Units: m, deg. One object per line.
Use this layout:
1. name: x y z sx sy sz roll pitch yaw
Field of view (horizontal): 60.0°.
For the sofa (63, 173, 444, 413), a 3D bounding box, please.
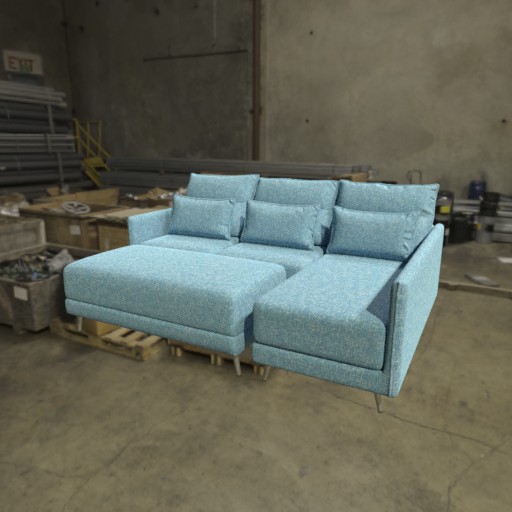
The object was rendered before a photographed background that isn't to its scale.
1. sofa: 0.000 0.000 2.779 2.034 0.899 1.420 8 16 27
